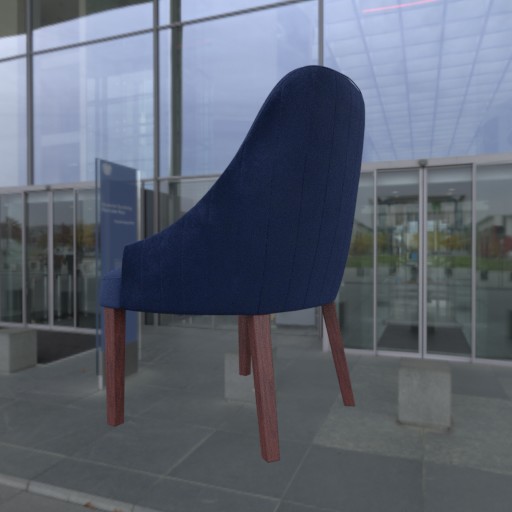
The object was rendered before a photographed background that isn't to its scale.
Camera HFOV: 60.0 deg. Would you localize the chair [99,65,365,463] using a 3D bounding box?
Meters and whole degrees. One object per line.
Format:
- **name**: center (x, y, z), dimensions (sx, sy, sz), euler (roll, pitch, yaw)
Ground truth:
- **chair**: center (0.000, 0.000, 1.256), dimensions (0.575, 0.889, 0.643), euler (1, 1, 35)
